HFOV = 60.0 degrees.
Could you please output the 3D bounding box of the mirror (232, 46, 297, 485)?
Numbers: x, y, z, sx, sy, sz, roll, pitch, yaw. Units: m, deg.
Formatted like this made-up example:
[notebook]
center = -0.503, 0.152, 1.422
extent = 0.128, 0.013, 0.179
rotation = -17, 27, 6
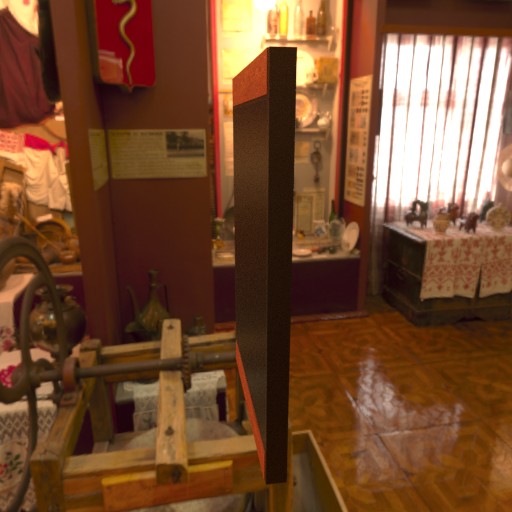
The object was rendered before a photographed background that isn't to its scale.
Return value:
[mirror]
center = 0.000, 0.000, 1.044
extent = 0.047, 0.823, 0.525
rotation = -3, 17, -9
